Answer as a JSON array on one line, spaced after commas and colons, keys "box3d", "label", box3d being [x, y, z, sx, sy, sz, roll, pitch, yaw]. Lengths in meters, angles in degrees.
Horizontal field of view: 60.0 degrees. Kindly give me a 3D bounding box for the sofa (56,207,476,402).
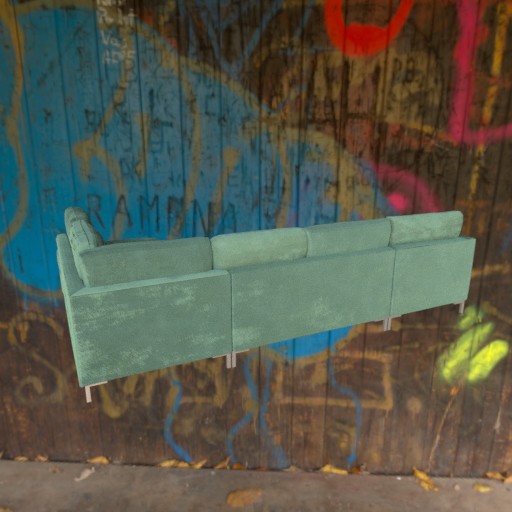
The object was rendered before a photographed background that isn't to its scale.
[{"box3d": [0.000, 0.000, 4.225, 3.434, 0.992, 2.055, -7, 18, -24], "label": "sofa"}]
